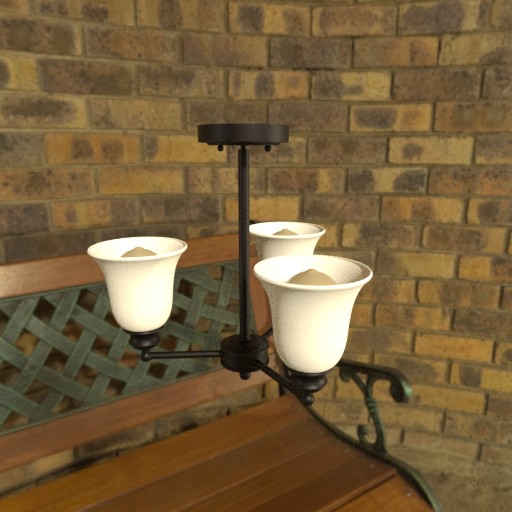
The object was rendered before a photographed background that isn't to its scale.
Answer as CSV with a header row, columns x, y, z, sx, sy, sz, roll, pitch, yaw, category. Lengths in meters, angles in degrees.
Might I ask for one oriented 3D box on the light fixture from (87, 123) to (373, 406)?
x,y,z,sx,sy,sz,roll,pitch,yaw,category
0.000,0.000,0.660,0.388,0.370,0.354,7,15,26,light fixture
